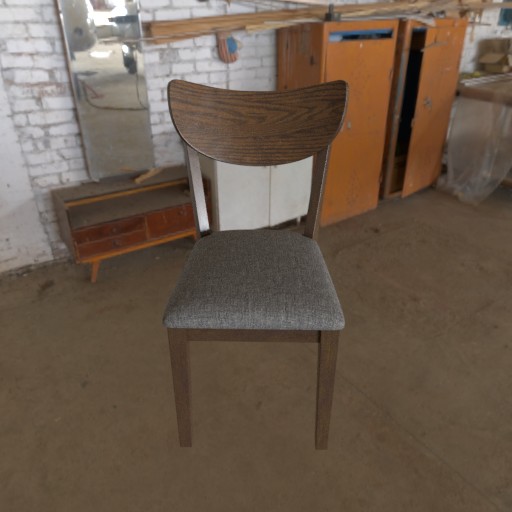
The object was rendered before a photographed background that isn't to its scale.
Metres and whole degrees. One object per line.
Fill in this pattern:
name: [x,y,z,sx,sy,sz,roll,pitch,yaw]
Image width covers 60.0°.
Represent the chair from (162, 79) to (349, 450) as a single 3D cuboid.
chair: [0.000,0.000,1.220,0.491,0.849,0.583,1,30,1]
